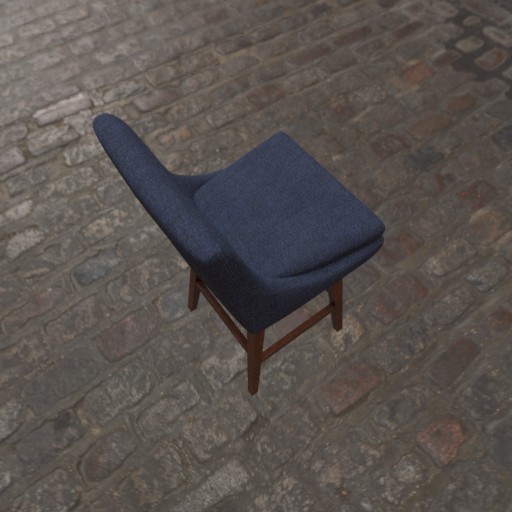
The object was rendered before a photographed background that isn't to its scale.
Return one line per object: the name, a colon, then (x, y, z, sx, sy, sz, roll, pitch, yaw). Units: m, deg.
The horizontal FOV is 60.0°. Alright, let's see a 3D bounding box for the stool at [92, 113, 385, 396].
stool: (0.000, 0.000, 1.361, 0.572, 1.068, 0.489, -32, 64, -18)
